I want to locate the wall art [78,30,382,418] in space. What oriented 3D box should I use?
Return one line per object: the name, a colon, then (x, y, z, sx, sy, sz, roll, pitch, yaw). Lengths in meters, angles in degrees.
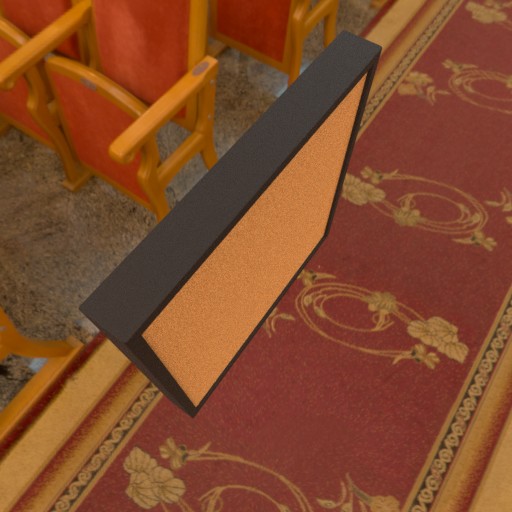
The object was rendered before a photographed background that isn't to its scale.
wall art: (0.000, 0.000, 0.444, 0.037, 0.305, 0.305, 32, 67, 16)
